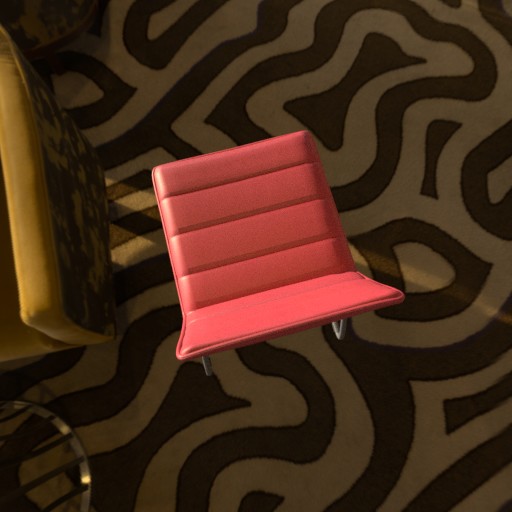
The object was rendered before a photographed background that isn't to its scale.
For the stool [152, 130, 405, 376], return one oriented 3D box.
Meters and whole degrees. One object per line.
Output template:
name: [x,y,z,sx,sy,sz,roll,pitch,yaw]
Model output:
stool: [0.000,0.000,1.177,0.489,0.866,0.524,-15,76,-4]
